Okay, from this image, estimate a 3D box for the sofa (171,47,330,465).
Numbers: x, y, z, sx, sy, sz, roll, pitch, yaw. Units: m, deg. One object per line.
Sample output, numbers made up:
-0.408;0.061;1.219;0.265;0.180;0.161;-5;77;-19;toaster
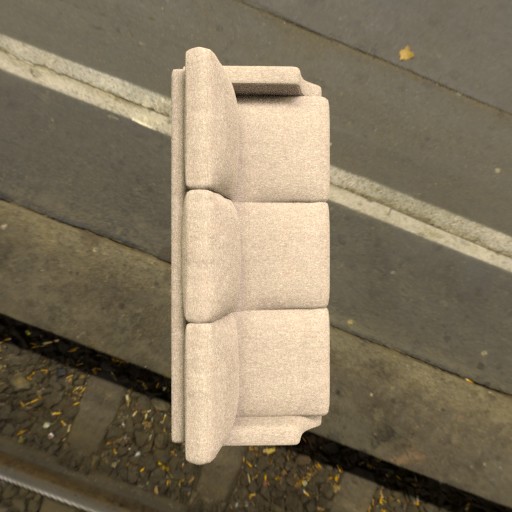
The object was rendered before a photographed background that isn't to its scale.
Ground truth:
0.000;0.000;2.591;0.888;0.984;2.115;0;90;-1;sofa
